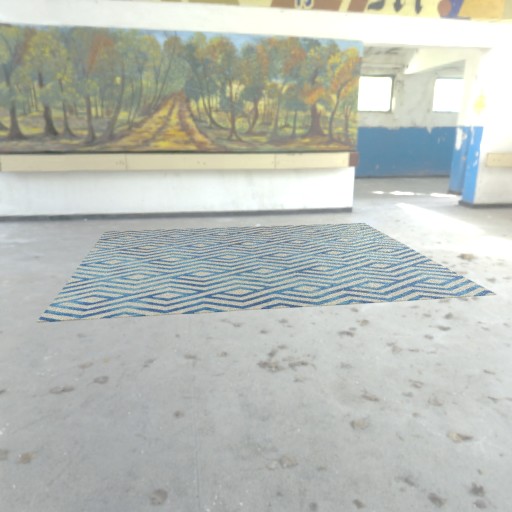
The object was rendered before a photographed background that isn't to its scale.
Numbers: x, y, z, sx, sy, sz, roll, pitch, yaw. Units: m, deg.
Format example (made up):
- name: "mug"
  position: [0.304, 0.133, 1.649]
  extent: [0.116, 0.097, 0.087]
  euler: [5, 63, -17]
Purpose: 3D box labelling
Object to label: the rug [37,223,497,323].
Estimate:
- name: "rug"
  position: [0.000, 0.000, 4.052]
  extent: [3.059, 0.008, 2.453]
  euler: [-2, 16, -8]
